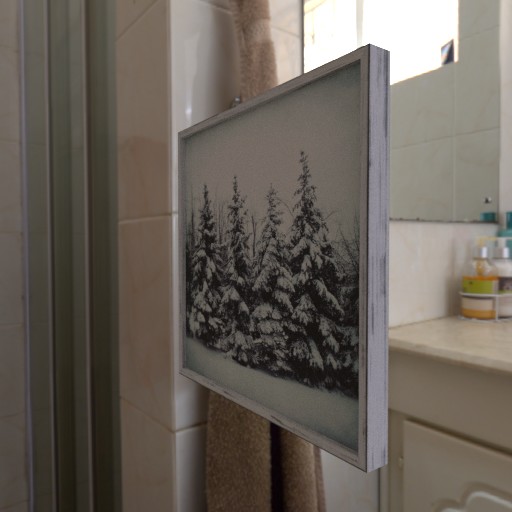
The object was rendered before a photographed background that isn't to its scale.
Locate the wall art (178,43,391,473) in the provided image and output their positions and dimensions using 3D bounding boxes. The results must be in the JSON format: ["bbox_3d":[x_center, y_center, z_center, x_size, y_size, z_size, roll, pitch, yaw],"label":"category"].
[{"bbox_3d":[0.000,0.000,0.736,0.038,0.506,0.506,-1,2,-36],"label":"wall art"}]
